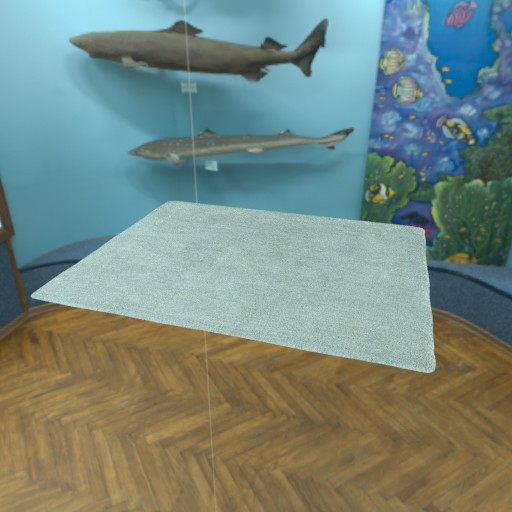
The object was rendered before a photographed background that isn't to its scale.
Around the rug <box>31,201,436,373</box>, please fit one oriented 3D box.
[{"bbox_3d":[0.000,0.000,3.960,2.933,0.027,2.332,8,27,15],"label":"rug"}]
